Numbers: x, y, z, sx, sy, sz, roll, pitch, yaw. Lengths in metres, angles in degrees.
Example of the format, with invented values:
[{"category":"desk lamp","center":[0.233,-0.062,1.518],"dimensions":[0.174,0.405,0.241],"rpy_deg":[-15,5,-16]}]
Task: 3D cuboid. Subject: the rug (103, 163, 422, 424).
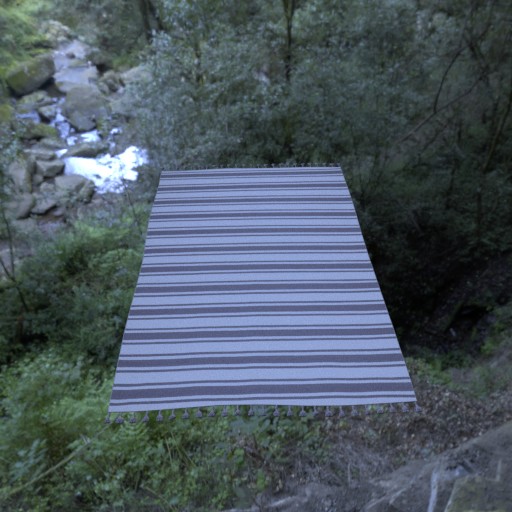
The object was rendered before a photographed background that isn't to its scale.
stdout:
[{"category":"rug","center":[0.000,0.000,3.907],"dimensions":[2.030,0.017,3.040],"rpy_deg":[-1,43,-2]}]
